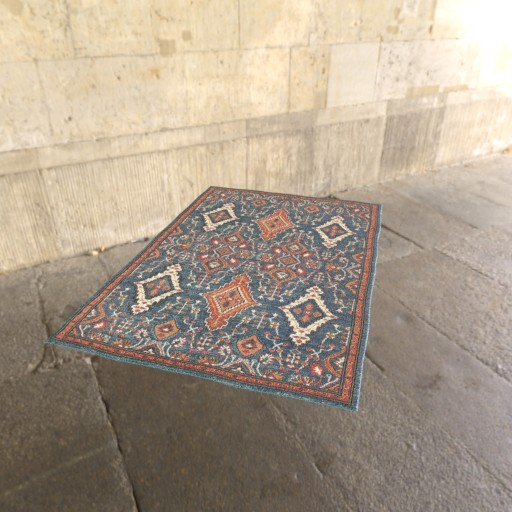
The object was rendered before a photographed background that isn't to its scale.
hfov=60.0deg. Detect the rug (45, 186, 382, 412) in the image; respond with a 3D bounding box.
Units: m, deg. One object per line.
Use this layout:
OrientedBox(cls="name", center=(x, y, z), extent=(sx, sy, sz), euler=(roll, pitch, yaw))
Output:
OrientedBox(cls="rug", center=(0.000, 0.000, 3.088), extent=(1.622, 0.009, 2.373), euler=(8, 31, 14))
